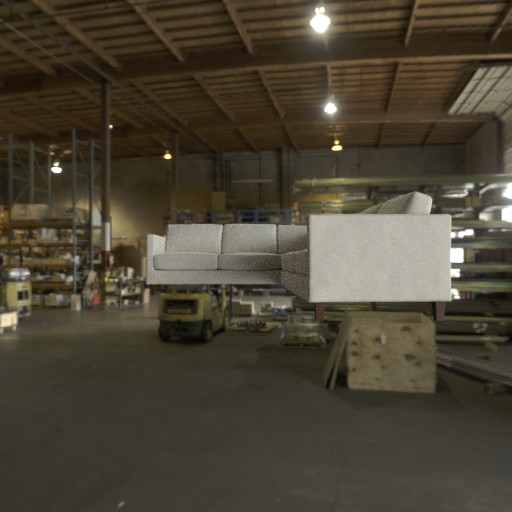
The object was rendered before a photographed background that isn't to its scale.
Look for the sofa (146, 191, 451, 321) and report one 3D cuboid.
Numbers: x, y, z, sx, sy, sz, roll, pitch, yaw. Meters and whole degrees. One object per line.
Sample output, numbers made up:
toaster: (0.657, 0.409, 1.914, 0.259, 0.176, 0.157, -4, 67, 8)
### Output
sofa: (0.000, 0.000, 4.371, 2.432, 0.863, 3.182, 0, -1, -1)
